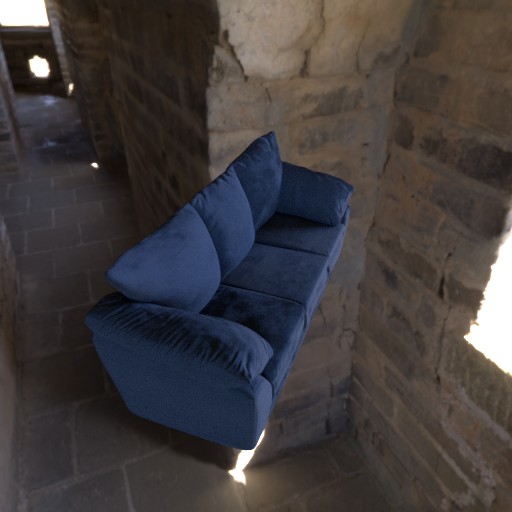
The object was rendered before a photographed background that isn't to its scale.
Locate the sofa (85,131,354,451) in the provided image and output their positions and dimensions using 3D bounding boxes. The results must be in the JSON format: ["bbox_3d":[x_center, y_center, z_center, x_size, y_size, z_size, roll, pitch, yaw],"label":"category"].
[{"bbox_3d":[0.000,0.000,2.945,0.907,1.091,2.390,11,33,18],"label":"sofa"}]
